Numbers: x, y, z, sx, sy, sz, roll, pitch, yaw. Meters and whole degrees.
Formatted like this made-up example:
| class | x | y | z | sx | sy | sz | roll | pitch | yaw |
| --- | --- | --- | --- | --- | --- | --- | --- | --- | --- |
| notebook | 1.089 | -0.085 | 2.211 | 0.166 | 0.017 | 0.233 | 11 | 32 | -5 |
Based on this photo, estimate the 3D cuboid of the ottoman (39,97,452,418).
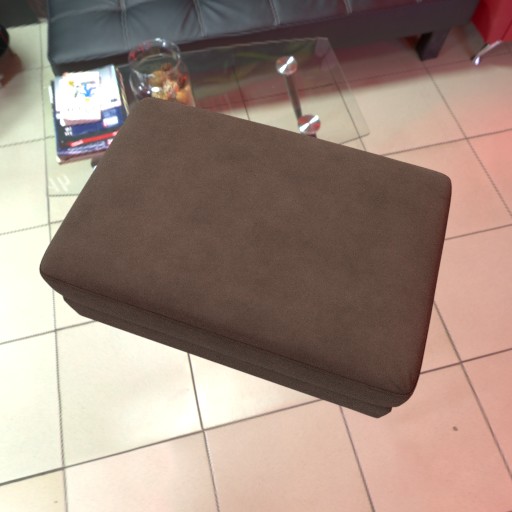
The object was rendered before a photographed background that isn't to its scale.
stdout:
| class | x | y | z | sx | sy | sz | roll | pitch | yaw |
| --- | --- | --- | --- | --- | --- | --- | --- | --- | --- |
| ottoman | 0.000 | 0.000 | 1.186 | 0.864 | 0.483 | 0.584 | 17 | 65 | 8 |
